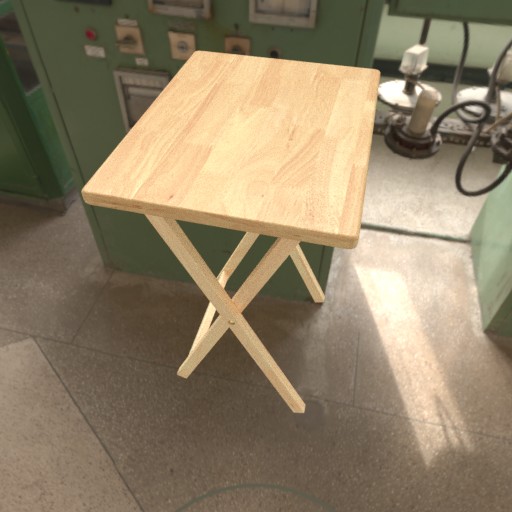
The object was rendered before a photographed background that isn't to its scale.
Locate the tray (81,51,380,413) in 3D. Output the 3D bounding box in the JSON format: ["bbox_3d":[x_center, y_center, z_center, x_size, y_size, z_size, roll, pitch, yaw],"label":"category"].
[{"bbox_3d":[0.000,0.000,0.974,0.381,0.660,0.483,10,48,9],"label":"tray"}]
